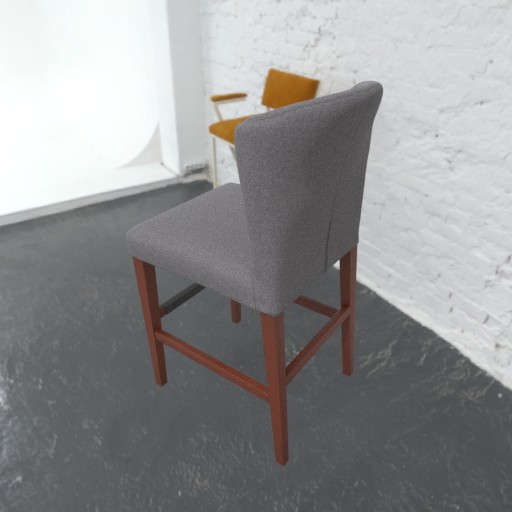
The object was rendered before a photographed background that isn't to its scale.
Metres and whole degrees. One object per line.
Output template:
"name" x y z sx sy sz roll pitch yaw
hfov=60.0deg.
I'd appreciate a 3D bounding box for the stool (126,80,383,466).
"stool" 0.000 0.000 1.266 0.568 0.968 0.481 20 36 30
